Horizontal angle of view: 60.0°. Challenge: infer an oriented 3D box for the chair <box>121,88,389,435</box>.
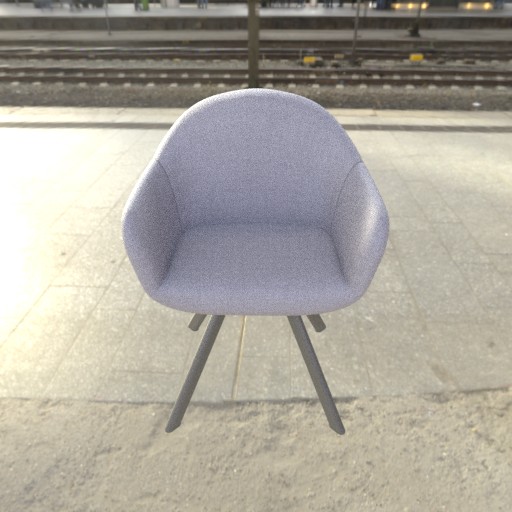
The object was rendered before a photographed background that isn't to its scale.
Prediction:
[{"bbox_3d":[0.000,0.000,1.229,0.590,0.795,0.550,0,31,1],"label":"chair"}]
